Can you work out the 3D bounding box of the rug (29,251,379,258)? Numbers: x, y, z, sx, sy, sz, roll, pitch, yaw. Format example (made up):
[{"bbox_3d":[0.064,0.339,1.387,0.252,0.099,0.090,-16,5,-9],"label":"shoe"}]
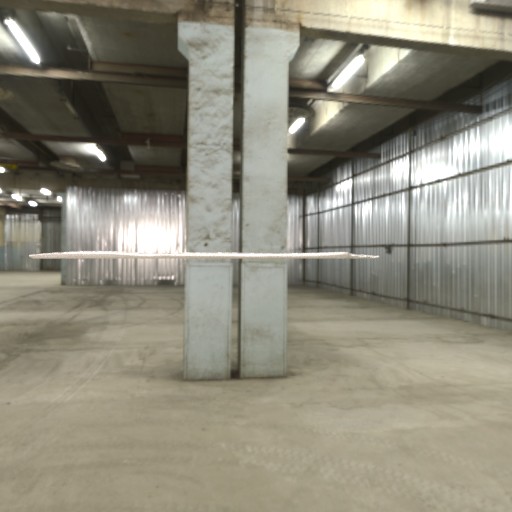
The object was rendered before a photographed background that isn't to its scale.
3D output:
[{"bbox_3d":[0.000,0.000,3.066,1.537,0.036,2.447,0,0,18],"label":"rug"}]
